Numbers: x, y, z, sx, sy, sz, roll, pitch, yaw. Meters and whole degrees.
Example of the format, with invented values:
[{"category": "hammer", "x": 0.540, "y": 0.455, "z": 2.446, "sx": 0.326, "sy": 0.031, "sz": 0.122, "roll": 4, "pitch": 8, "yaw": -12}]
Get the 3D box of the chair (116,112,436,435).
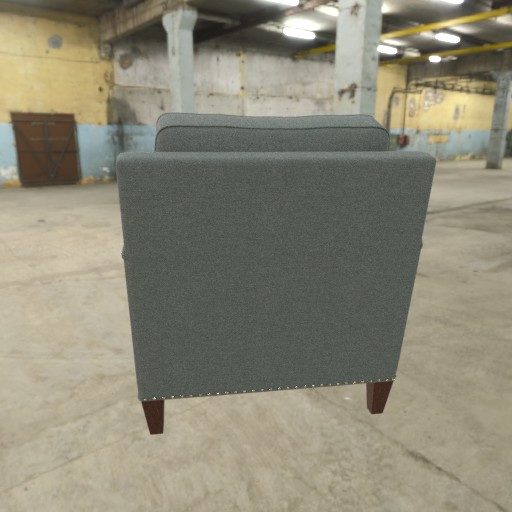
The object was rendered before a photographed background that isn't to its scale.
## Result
[{"category": "chair", "x": 0.000, "y": 0.000, "z": 1.741, "sx": 0.885, "sy": 1.031, "sz": 1.031, "roll": -2, "pitch": 14, "yaw": -8}]
